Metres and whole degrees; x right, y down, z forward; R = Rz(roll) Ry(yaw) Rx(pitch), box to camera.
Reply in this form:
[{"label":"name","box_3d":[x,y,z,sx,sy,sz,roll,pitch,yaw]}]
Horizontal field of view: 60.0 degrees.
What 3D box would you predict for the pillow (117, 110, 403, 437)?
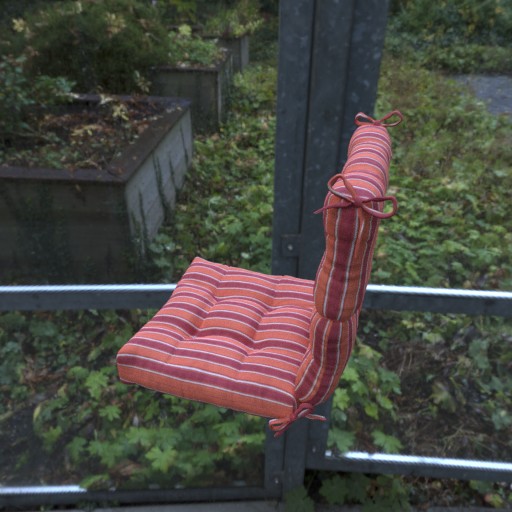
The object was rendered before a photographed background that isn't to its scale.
[{"label":"pillow","box_3d":[0.000,0.000,1.044,0.571,0.605,0.519,9,33,14]}]
